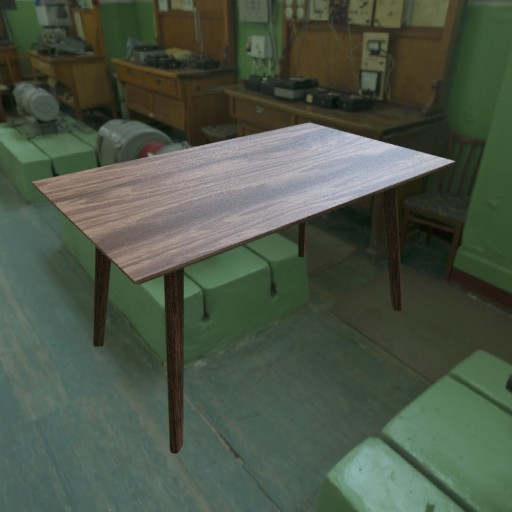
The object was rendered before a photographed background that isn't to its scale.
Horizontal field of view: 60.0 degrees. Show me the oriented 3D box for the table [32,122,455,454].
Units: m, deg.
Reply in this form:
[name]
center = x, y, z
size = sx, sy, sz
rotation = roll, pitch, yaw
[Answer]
[table]
center = 0.000, 0.000, 1.811
size = 1.349, 0.724, 0.801
rotation = -22, 37, -33
